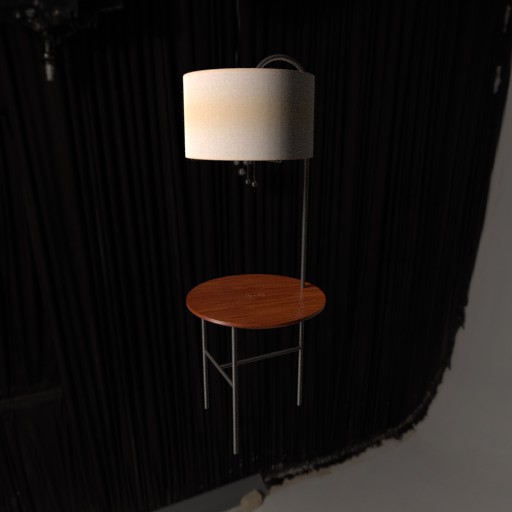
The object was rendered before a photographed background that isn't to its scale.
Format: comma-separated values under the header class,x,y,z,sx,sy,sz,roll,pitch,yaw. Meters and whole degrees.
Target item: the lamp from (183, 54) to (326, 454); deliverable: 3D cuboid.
class,x,y,z,sx,sy,sz,roll,pitch,yaw
lamp,0.000,0.000,1.797,0.573,1.517,0.573,0,16,0
